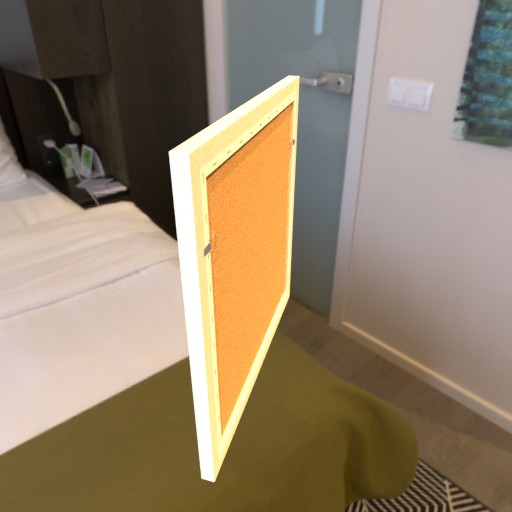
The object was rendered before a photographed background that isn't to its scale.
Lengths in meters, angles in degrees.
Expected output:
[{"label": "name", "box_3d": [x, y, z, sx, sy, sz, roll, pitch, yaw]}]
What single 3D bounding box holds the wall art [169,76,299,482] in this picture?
[{"label": "wall art", "box_3d": [0.000, 0.000, 1.516, 0.045, 1.016, 1.016, 9, 31, 14]}]
